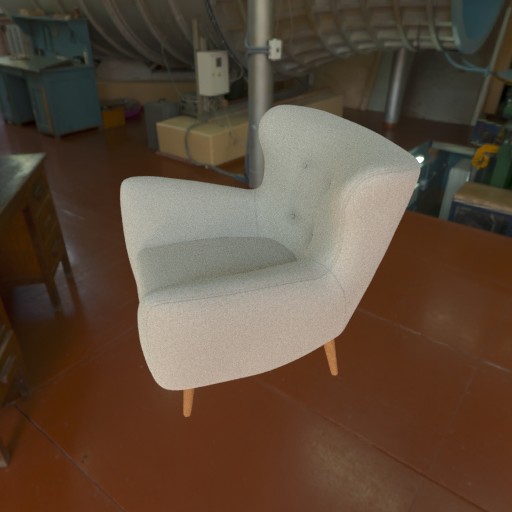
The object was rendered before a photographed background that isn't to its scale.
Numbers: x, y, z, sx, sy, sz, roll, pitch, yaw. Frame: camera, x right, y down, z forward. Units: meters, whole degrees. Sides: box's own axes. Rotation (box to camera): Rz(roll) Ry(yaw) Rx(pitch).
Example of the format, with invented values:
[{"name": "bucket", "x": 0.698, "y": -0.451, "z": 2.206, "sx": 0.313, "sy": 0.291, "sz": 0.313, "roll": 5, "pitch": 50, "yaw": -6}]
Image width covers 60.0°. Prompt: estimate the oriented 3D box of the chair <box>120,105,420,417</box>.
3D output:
[{"name": "chair", "x": 0.000, "y": 0.000, "z": 1.613, "sx": 0.889, "sy": 0.889, "sz": 0.890, "roll": -9, "pitch": 32, "yaw": -15}]
